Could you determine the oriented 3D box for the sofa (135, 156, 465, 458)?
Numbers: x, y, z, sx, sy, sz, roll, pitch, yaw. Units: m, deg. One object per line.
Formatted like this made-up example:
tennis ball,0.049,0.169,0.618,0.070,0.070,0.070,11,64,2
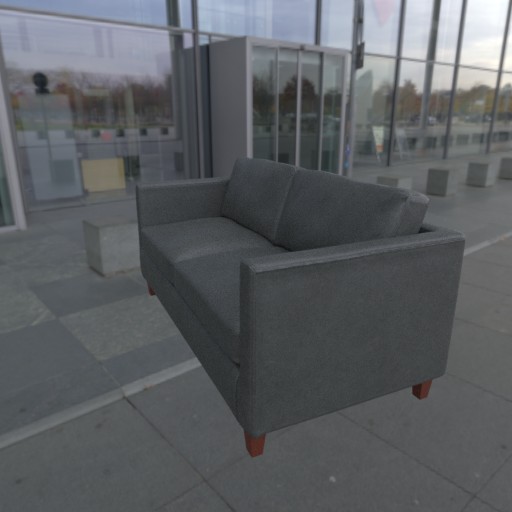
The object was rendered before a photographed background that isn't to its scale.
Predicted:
sofa,0.000,0.000,2.399,0.951,0.933,1.883,-8,20,-24
